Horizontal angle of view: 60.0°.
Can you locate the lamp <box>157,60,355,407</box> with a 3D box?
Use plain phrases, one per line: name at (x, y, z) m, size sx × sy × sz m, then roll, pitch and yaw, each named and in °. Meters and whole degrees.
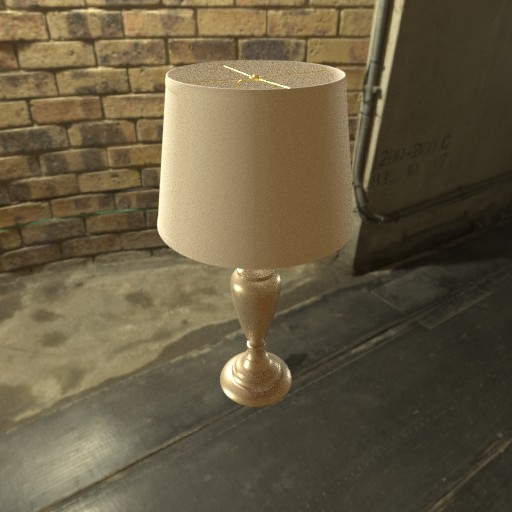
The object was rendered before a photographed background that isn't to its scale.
lamp at (0.000, 0.000, 0.790) m, size 0.328 × 0.612 × 0.328 m, roll 0°, pitch 31°, yaw 0°
